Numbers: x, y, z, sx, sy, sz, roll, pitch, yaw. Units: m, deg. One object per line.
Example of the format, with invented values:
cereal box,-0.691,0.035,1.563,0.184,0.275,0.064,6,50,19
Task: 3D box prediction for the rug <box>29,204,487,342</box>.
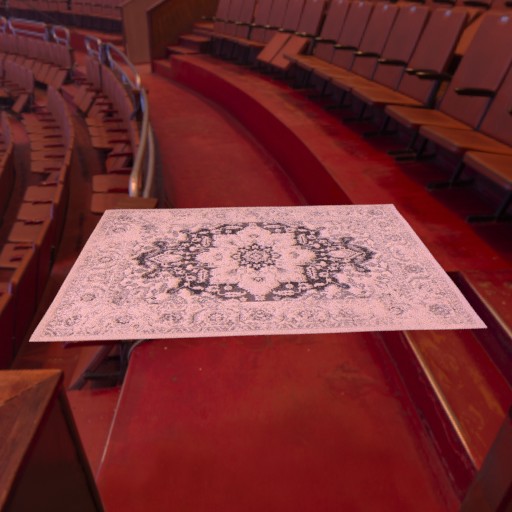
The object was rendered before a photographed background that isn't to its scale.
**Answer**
rug,0.000,0.000,2.267,1.813,0.008,1.223,-1,31,-2
